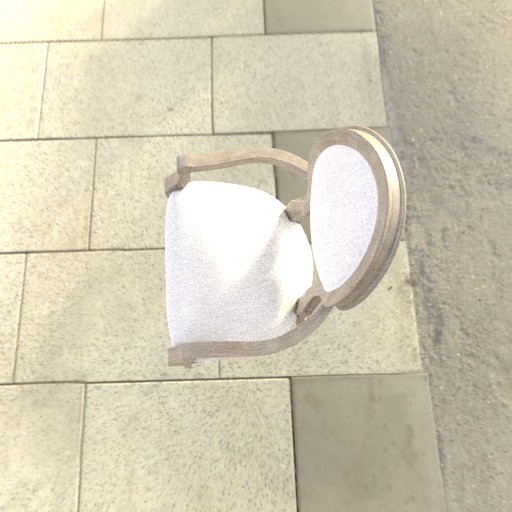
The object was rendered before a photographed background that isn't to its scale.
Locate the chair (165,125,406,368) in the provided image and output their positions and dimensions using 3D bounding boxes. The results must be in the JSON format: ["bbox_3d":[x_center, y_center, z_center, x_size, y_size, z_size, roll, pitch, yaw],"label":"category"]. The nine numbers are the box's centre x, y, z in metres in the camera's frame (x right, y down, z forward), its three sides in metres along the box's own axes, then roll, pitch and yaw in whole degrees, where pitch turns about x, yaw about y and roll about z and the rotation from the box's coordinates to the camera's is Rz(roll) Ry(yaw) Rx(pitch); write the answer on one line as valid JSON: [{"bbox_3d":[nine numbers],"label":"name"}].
[{"bbox_3d":[0.000,0.000,1.357,0.602,0.991,0.611,-4,75,-1],"label":"chair"}]
